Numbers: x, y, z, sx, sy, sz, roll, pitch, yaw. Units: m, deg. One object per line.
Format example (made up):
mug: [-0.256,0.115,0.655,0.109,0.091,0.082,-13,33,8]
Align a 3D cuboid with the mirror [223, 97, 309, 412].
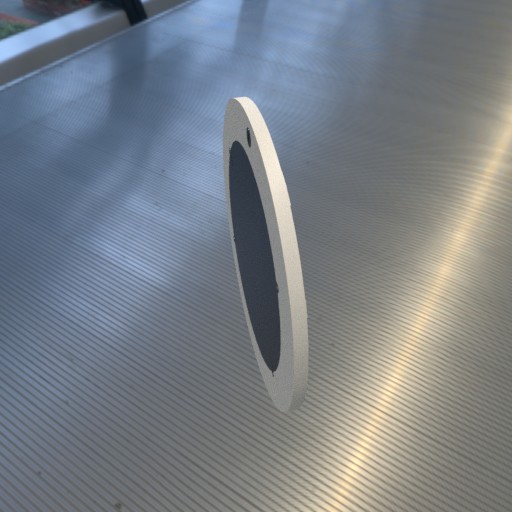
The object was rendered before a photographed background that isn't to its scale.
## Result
mirror: [0.000,0.000,1.351,0.038,0.914,0.914,-9,46,-9]
